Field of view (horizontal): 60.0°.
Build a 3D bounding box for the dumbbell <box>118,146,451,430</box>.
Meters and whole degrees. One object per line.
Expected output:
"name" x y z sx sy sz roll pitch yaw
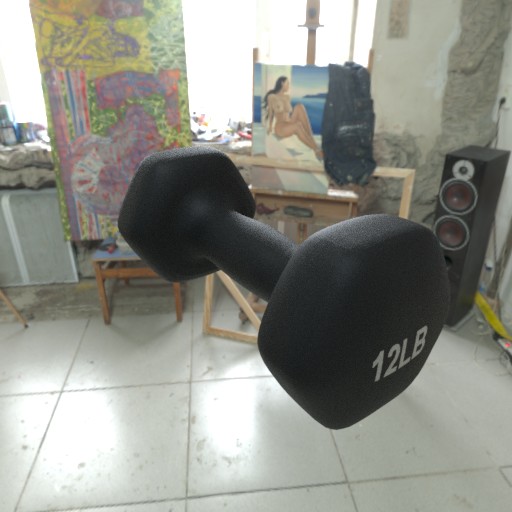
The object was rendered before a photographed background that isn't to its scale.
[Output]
"dumbbell" 0.000 0.000 0.286 0.112 0.101 0.231 -18 32 -31
